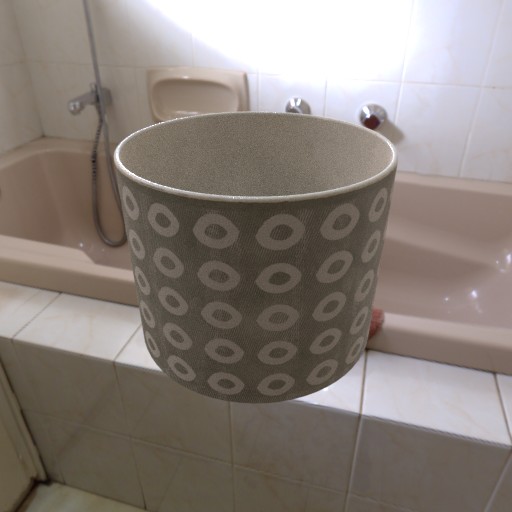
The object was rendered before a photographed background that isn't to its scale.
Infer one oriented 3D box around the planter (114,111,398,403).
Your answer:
[{"bbox_3d":[0.000,0.000,0.353,0.190,0.181,0.190,0,31,0],"label":"planter"}]
